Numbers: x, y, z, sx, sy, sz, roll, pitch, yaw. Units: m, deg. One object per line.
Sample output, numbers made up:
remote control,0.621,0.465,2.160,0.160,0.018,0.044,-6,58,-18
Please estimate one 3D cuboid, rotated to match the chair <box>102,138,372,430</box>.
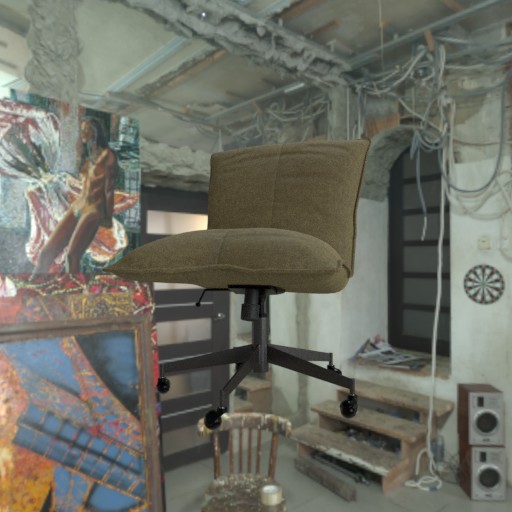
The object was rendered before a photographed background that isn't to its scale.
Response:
chair,0.000,0.000,1.278,0.597,0.811,0.696,0,-1,19
